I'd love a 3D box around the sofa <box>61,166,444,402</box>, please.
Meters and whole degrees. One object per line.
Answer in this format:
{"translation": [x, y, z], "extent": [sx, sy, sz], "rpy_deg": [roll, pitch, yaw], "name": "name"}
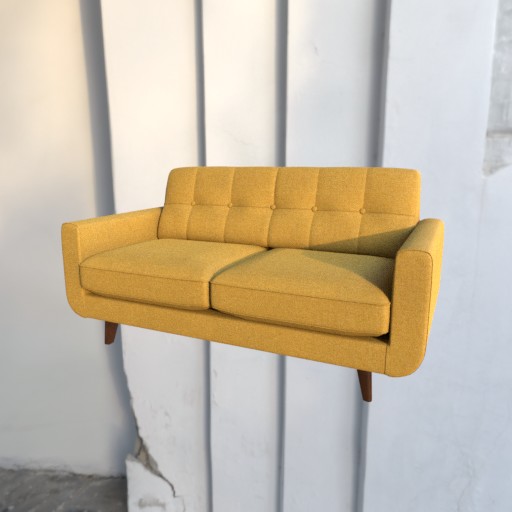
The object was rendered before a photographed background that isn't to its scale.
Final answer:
{"translation": [0.000, 0.000, 2.138], "extent": [1.631, 0.841, 0.909], "rpy_deg": [5, 13, 24], "name": "sofa"}
